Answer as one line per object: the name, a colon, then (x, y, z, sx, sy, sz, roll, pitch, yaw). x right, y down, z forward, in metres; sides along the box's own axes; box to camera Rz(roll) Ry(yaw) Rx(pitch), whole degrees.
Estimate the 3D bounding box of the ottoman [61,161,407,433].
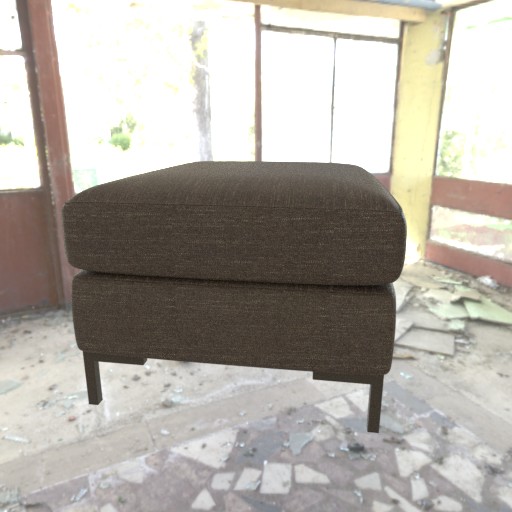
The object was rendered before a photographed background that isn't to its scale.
ottoman: (0.000, 0.000, 1.223, 0.671, 0.490, 0.820, 2, 16, 9)
